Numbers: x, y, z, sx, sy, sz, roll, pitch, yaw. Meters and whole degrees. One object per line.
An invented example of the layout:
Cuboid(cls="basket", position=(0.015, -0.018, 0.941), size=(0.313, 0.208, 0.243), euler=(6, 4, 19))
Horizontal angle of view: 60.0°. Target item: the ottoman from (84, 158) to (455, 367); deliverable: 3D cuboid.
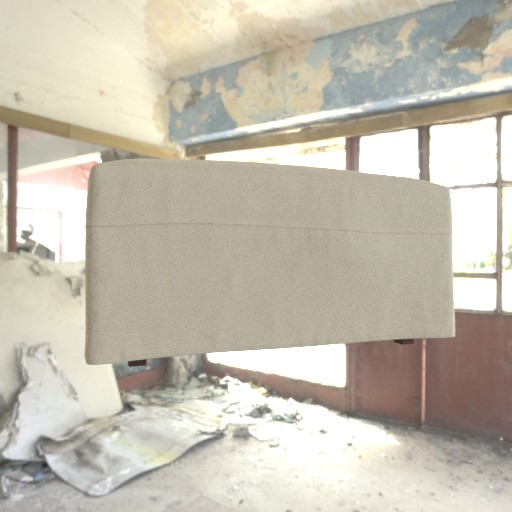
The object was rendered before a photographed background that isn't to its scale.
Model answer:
Cuboid(cls="ottoman", position=(0.000, 0.000, 1.210), size=(0.872, 0.444, 0.590), euler=(0, 0, -19))
